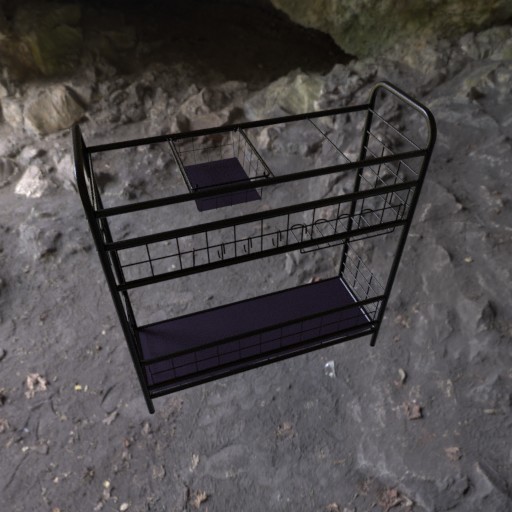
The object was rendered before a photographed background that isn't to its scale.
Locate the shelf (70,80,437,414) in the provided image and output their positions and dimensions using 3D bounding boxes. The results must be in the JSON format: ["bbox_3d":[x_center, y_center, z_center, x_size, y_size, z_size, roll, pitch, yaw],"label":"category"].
[{"bbox_3d":[0.000,0.000,1.545,0.961,1.026,0.350,-13,44,-14],"label":"shelf"}]
